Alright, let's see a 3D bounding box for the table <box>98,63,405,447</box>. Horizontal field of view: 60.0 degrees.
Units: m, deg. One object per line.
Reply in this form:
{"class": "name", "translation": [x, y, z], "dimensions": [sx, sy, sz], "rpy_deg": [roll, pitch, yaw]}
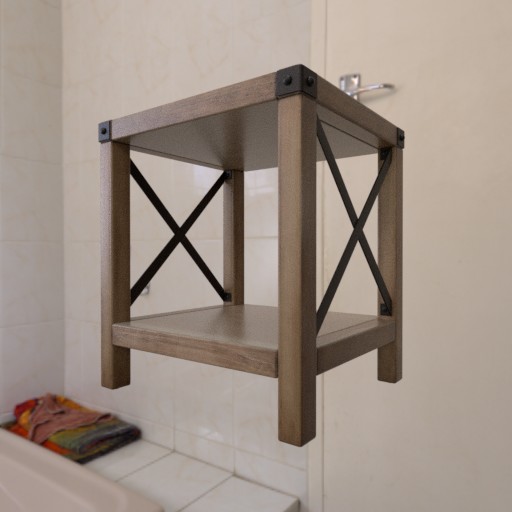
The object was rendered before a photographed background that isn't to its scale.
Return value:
{"class": "table", "translation": [0.000, 0.000, 0.960], "dimensions": [0.510, 0.561, 0.459], "rpy_deg": [0, 1, 37]}
